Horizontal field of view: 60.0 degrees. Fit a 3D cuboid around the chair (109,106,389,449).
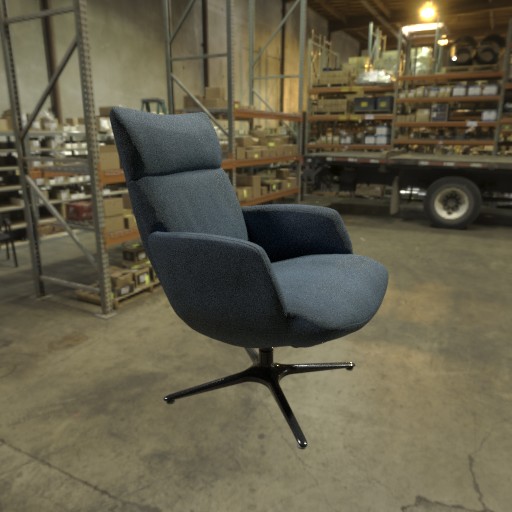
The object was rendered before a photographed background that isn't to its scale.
[{"bbox_3d":[0.000,0.000,1.592,0.889,1.016,0.711,8,17,26],"label":"chair"}]
